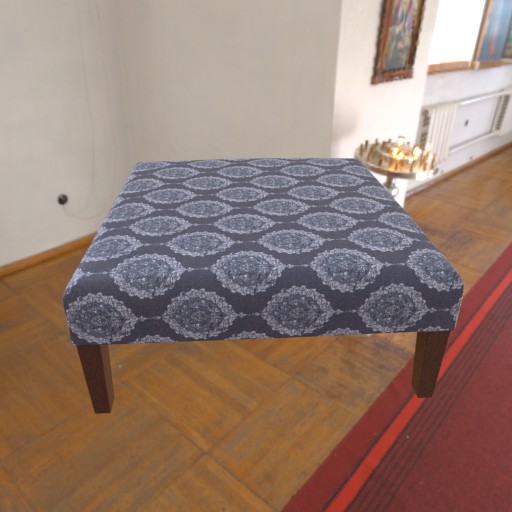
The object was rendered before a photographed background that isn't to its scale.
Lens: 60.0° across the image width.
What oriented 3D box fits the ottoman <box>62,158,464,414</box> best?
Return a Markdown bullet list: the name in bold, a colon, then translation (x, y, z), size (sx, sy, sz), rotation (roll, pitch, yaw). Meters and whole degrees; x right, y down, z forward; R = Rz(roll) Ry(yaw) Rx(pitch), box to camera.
- **ottoman**: translation (0.000, 0.000, 1.414), size (0.890, 0.409, 0.889), rotation (-2, 29, -3)
